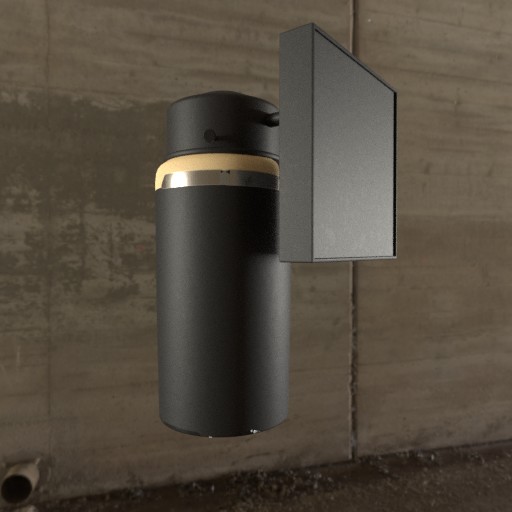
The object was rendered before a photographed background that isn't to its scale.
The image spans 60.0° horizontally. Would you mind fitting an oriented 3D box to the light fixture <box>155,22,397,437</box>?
[{"bbox_3d":[0.000,0.000,0.345,0.176,0.257,0.130,1,1,37],"label":"light fixture"}]
